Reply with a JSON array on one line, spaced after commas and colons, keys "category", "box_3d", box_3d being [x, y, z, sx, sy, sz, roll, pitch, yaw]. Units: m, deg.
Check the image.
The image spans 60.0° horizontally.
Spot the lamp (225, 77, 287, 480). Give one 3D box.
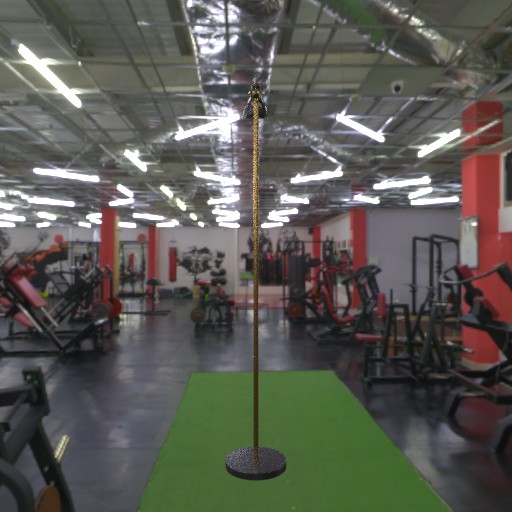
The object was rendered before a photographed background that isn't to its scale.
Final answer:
[{"category": "lamp", "box_3d": [0.000, 0.000, 1.811, 0.235, 1.628, 0.618, 0, -1, 0]}]
